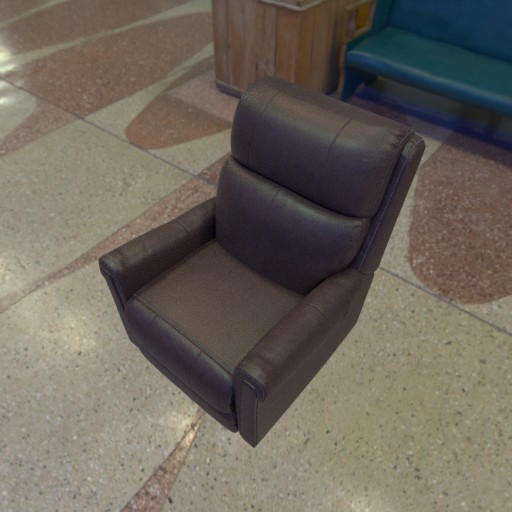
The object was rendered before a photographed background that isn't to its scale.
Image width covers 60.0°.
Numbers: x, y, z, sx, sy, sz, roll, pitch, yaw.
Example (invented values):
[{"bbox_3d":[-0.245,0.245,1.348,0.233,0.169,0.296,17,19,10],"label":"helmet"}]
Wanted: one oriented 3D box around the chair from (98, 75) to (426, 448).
[{"bbox_3d":[0.000,0.000,1.782,0.838,1.054,1.014,32,54,26],"label":"chair"}]
